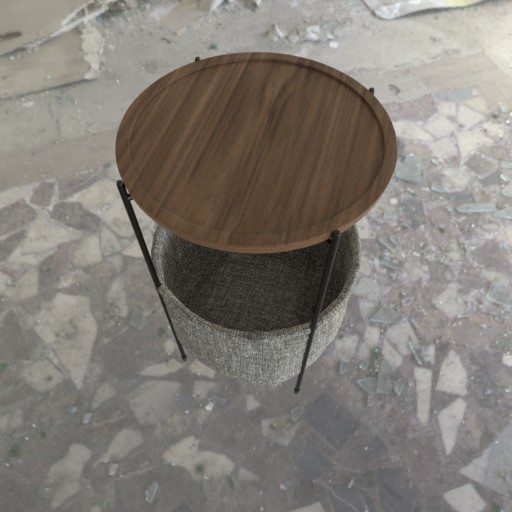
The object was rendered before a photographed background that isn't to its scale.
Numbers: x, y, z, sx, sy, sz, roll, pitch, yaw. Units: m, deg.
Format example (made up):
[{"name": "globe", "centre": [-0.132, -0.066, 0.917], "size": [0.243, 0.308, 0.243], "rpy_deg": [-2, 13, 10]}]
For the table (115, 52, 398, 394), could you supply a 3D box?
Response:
[{"name": "table", "centre": [0.000, 0.000, 0.873], "size": [0.400, 0.623, 0.400], "rpy_deg": [14, 58, 9]}]
